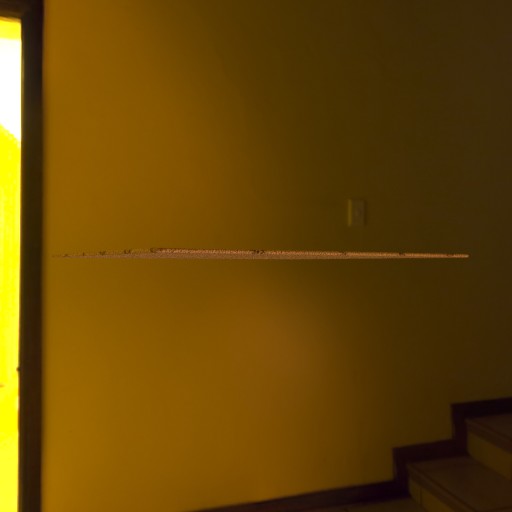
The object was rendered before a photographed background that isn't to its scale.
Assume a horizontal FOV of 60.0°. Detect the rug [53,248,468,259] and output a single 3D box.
[{"bbox_3d":[0.000,0.000,4.133,3.047,0.029,2.438,1,-1,-36],"label":"rug"}]
